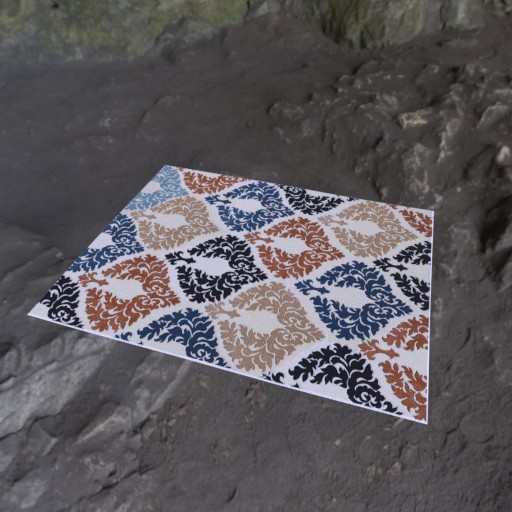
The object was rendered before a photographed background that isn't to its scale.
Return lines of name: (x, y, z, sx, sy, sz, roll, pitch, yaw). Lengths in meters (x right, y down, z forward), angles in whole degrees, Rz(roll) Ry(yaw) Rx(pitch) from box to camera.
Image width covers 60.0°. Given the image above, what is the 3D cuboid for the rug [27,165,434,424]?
rug: (0.000, 0.000, 4.009, 3.040, 0.014, 2.423, 12, 43, 13)
